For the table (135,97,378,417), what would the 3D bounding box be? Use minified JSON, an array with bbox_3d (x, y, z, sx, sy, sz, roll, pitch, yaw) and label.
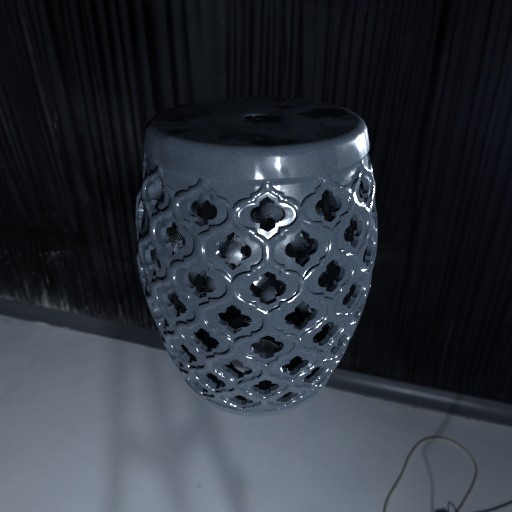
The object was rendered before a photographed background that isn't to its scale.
[{"bbox_3d":[0.000,0.000,0.630,0.325,0.388,0.325,0,30,0],"label":"table"}]
